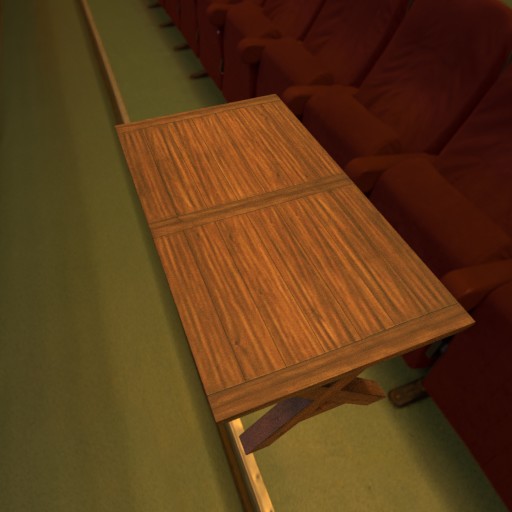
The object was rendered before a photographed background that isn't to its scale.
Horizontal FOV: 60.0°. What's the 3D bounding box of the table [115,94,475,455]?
[{"bbox_3d":[0.000,0.000,2.515,1.071,0.793,1.966,-16,50,-15],"label":"table"}]
